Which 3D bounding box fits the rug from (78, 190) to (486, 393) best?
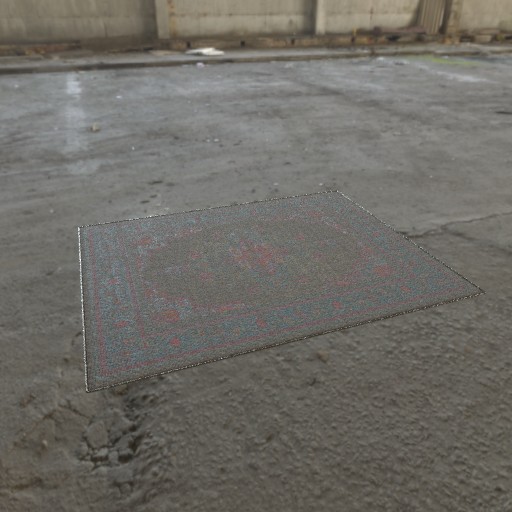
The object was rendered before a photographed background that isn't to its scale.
[{"bbox_3d":[0.000,0.000,4.089,3.057,0.013,2.434,-10,31,-18],"label":"rug"}]
